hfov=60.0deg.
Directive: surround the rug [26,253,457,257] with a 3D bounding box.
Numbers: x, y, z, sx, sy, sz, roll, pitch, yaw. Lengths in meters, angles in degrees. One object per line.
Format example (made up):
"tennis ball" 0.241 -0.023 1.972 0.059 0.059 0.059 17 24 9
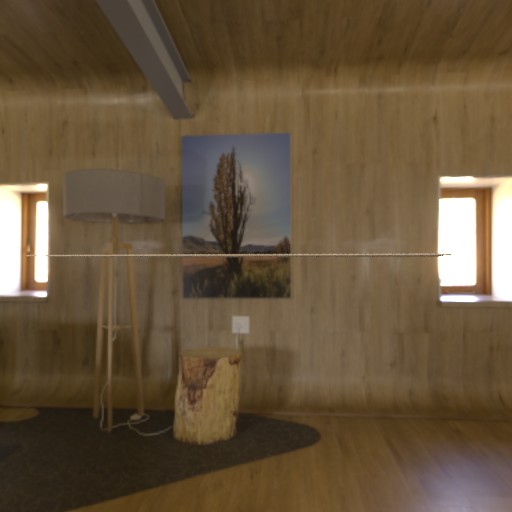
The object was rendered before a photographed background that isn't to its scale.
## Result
"rug" 0.000 0.000 2.310 1.828 0.005 1.219 0 0 20
